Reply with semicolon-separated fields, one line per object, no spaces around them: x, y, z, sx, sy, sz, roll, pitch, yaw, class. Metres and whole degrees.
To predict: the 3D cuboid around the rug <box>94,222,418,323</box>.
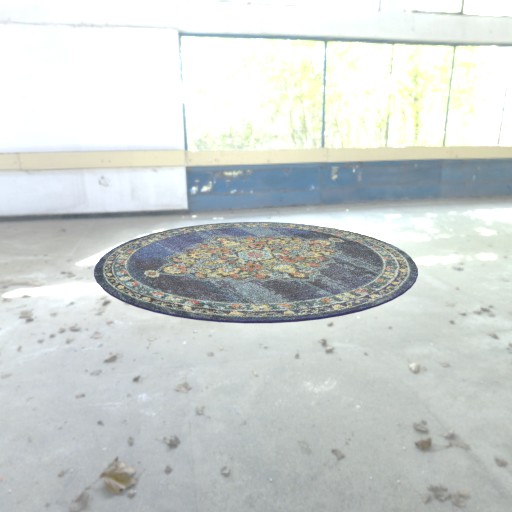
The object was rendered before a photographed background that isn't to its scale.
0.000;0.000;3.454;2.386;0.014;2.386;0;17;0;rug
